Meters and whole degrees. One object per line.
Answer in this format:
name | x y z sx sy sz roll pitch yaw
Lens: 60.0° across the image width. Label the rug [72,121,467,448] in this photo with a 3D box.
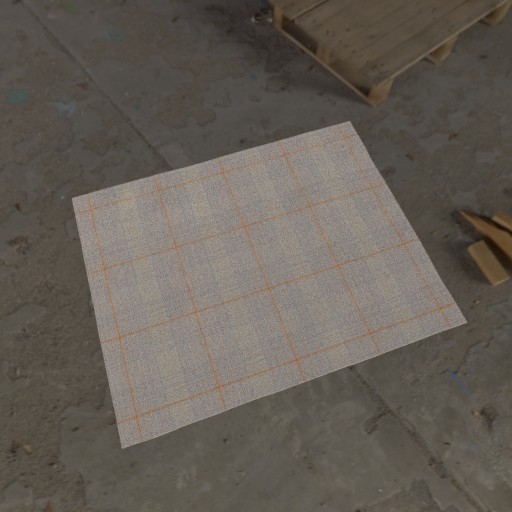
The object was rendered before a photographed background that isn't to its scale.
rug | 0.000 0.000 4.146 3.051 0.021 2.448 -18 65 -8
